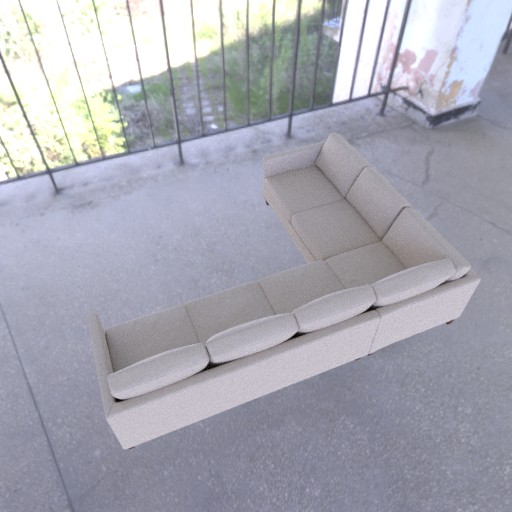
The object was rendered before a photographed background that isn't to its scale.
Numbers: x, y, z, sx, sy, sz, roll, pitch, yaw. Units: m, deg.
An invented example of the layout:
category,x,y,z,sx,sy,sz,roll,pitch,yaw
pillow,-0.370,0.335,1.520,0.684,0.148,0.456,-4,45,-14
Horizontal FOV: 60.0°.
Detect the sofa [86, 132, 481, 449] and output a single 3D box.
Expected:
category,x,y,z,sx,sy,sz,roll,pitch,yaw
sofa,0.000,0.000,4.292,3.182,0.863,2.432,-17,49,-15
